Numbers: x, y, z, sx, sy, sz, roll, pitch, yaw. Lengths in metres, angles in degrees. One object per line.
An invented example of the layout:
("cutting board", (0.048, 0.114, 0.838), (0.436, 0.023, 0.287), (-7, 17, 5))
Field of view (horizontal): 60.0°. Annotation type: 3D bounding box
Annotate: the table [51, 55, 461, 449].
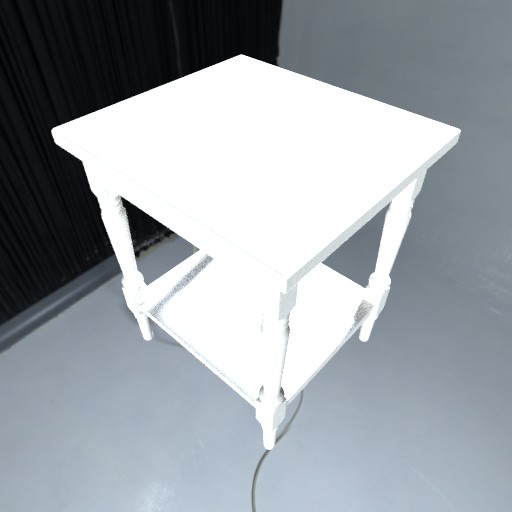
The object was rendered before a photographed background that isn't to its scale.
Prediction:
("table", (0.000, 0.000, 0.903), (0.488, 0.565, 0.442), (32, 52, 29))
